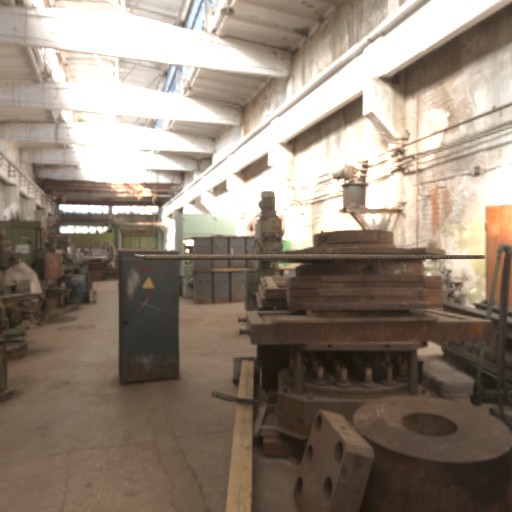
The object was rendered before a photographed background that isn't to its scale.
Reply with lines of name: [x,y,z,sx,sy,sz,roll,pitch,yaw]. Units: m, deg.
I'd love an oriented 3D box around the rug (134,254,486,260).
rug: [0.000,0.000,2.197,1.144,0.014,1.748,0,0,-16]
